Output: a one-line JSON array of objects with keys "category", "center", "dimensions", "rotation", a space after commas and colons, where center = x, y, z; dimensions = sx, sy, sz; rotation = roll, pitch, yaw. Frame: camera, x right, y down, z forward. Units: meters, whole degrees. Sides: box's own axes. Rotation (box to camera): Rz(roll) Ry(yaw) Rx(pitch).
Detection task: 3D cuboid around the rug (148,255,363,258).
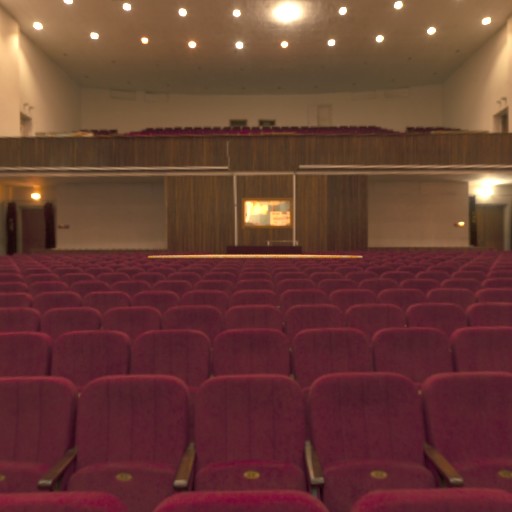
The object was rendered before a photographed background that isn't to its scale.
[{"category": "rug", "center": [0.000, 0.000, 2.790], "dimensions": [0.775, 0.010, 2.438], "rotation": [0, 0, 0]}]
